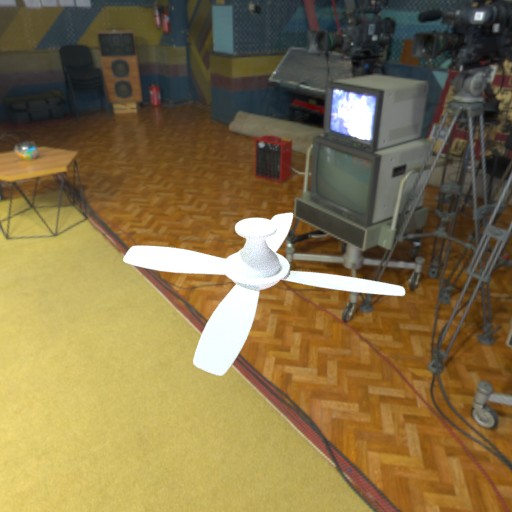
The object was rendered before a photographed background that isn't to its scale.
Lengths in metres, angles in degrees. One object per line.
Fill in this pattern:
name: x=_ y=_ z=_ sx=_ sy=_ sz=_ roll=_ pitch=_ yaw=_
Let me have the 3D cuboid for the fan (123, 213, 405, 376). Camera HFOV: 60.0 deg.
fan: x=0.000 y=0.000 z=2.572 sx=1.693 sy=0.382 sz=1.694 roll=7 pitch=31 yaw=13
